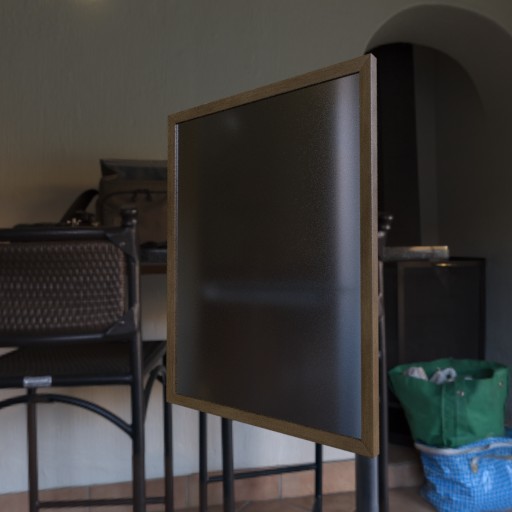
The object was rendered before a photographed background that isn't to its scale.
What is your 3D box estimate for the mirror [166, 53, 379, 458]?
[{"bbox_3d":[0.000,0.000,1.356,0.762,1.016,0.040,-1,-2,37],"label":"mirror"}]
